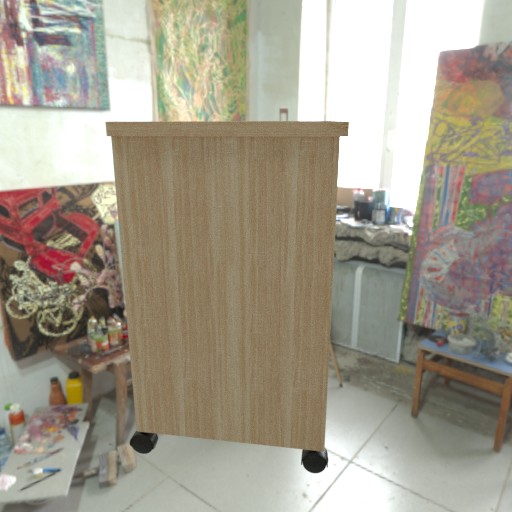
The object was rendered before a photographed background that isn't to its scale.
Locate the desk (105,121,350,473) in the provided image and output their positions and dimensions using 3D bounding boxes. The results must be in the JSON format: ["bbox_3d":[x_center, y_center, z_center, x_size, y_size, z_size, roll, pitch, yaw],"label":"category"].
[{"bbox_3d":[0.000,0.000,1.349,0.480,0.770,0.884,3,16,9],"label":"desk"}]
